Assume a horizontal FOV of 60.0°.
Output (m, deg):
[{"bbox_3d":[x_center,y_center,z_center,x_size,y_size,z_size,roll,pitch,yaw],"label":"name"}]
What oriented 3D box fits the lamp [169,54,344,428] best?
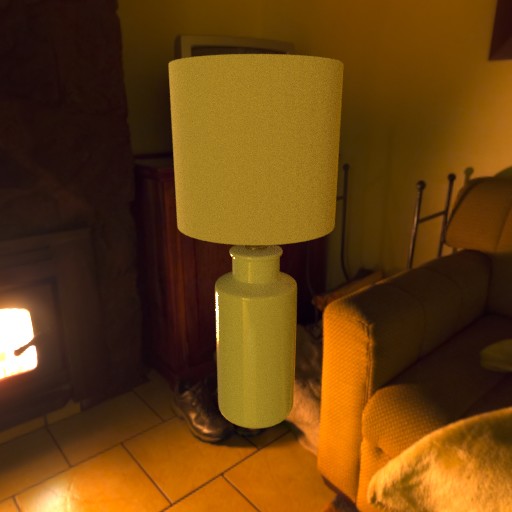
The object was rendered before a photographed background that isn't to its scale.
[{"bbox_3d":[0.000,0.000,0.620,0.212,0.493,0.212,10,20,27],"label":"lamp"}]
